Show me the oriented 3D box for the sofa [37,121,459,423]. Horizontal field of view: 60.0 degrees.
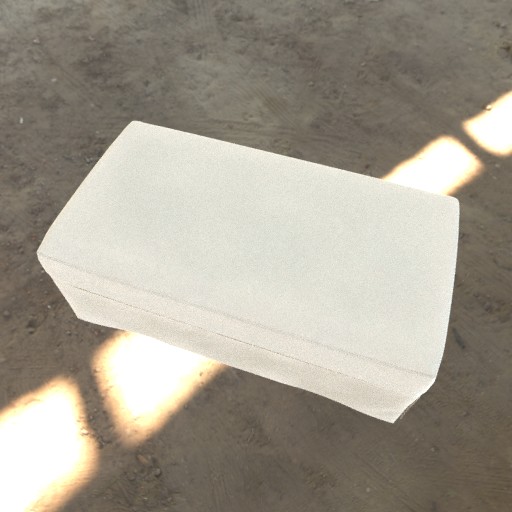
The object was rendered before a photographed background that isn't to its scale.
[{"bbox_3d":[0.000,0.000,2.087,1.677,0.552,0.939,16,58,10],"label":"sofa"}]
